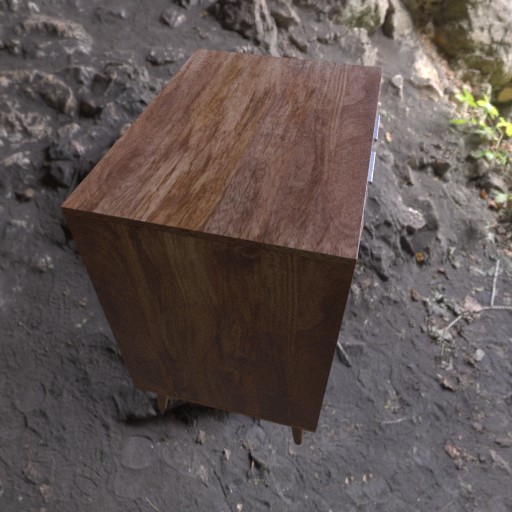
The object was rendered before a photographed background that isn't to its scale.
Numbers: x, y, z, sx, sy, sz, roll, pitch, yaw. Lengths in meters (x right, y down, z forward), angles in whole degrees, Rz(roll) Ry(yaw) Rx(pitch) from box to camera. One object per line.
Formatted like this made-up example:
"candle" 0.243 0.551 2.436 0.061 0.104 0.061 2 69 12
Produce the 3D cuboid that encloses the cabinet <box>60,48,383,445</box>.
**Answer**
"cabinet" 0.000 0.000 1.149 0.473 0.758 0.647 10 47 10
